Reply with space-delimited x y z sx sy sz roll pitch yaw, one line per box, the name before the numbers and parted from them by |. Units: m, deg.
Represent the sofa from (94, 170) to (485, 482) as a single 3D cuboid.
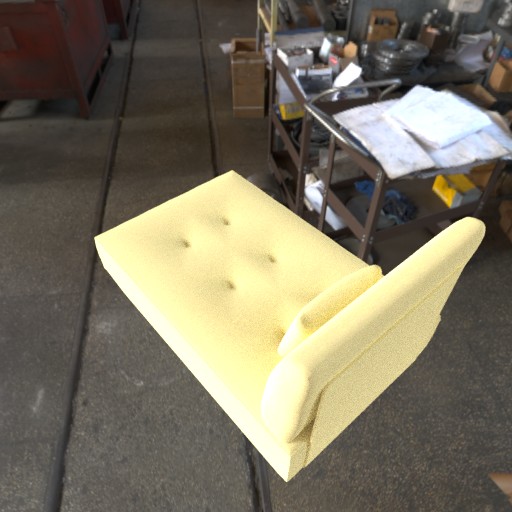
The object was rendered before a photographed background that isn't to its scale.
sofa | 0.000 0.000 1.992 0.930 0.820 1.450 -32 54 -27
